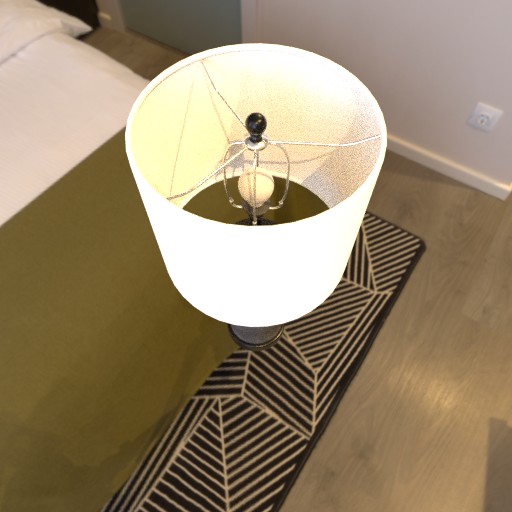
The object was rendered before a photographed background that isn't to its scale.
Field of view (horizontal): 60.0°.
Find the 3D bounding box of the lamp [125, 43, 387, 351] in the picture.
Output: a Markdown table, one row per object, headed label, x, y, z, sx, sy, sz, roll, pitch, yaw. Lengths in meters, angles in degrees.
| label | x | y | z | sx | sy | sz | roll | pitch | yaw |
| --- | --- | --- | --- | --- | --- | --- | --- | --- | --- |
| lamp | 0.000 | 0.000 | 0.783 | 0.305 | 0.634 | 0.305 | 2 | 59 | 1 |
